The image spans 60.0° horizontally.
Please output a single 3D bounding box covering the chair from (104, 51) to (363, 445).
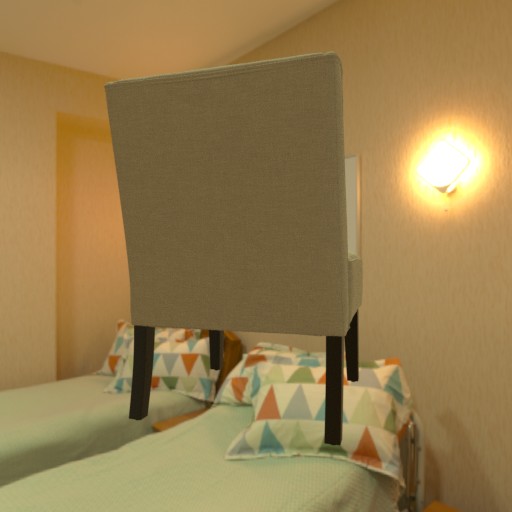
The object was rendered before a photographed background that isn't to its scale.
[{"bbox_3d":[0.000,0.000,1.286,0.569,0.853,0.676,0,0,17],"label":"chair"}]
